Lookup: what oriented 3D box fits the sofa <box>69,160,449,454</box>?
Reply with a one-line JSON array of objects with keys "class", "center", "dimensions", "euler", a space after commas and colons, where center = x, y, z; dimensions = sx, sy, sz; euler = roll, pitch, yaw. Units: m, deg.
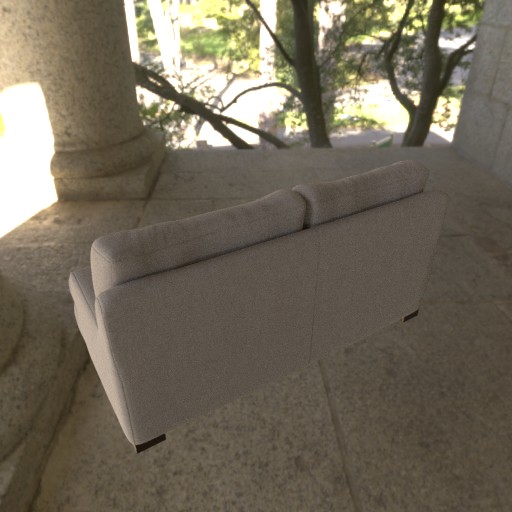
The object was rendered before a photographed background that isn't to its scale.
[{"class": "sofa", "center": [0.000, 0.000, 2.408], "dimensions": [1.855, 0.980, 0.962], "euler": [-18, 35, -27]}]
